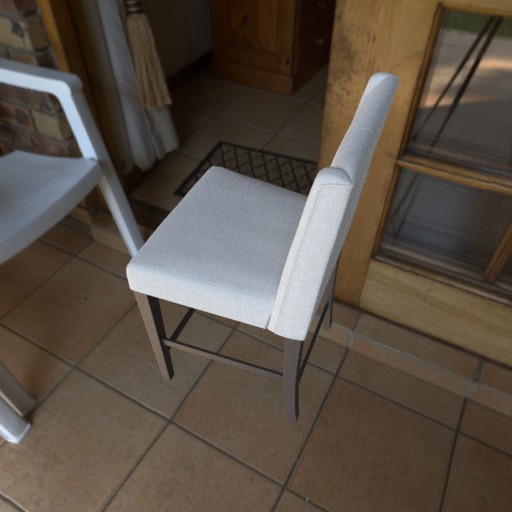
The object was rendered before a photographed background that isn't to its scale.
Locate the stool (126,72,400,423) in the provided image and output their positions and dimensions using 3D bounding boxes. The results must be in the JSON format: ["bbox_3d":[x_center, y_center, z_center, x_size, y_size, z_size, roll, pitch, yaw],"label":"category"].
[{"bbox_3d":[0.000,0.000,1.223,0.509,0.939,0.474,17,48,16],"label":"stool"}]
